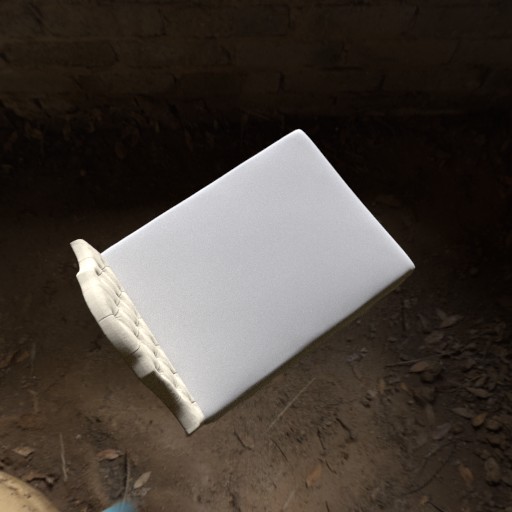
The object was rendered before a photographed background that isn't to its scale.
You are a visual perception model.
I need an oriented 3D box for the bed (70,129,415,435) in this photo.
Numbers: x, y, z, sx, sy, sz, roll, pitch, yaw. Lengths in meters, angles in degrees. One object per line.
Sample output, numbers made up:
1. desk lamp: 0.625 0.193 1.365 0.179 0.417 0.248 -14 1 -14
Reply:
1. bed: 0.000 0.000 3.297 2.092 1.575 1.627 -34 77 -9
